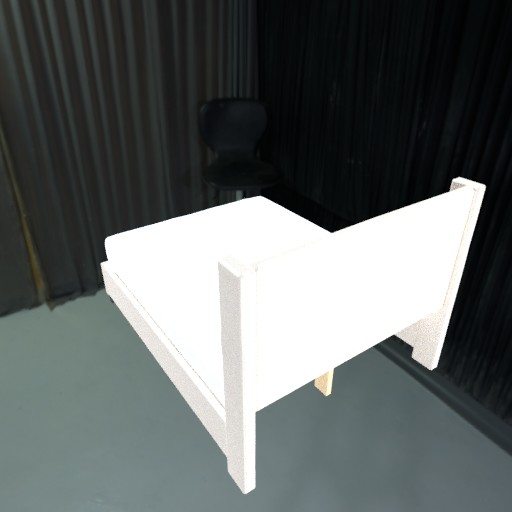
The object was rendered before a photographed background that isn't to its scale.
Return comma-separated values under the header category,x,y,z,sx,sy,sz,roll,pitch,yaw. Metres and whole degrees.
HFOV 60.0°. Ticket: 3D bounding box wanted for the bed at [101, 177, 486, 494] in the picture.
category,x,y,z,sx,sy,sz,roll,pitch,yaw
bed,0.000,0.000,3.389,1.778,1.471,2.293,-19,35,-30
